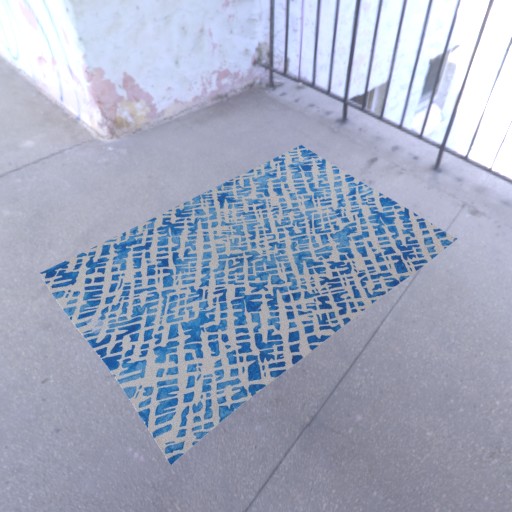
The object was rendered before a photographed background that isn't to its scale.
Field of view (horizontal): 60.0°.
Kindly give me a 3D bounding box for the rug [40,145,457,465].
[{"bbox_3d":[0.000,0.000,2.310,1.830,0.011,1.209,-31,54,-26],"label":"rug"}]
